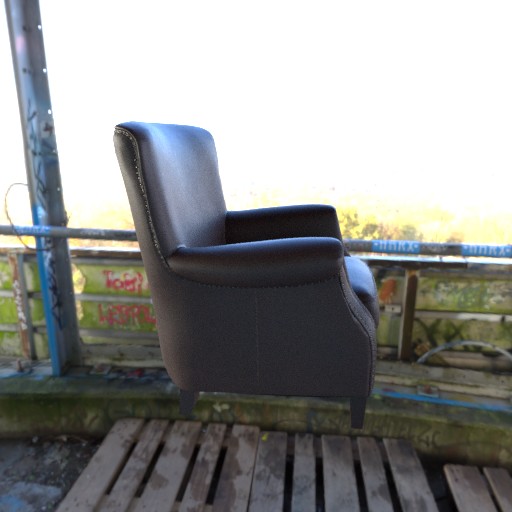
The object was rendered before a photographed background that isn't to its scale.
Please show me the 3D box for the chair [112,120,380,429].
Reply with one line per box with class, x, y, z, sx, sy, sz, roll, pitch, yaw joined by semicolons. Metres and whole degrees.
chair;0.000;0.000;1.377;0.746;0.800;0.700;2;16;8
